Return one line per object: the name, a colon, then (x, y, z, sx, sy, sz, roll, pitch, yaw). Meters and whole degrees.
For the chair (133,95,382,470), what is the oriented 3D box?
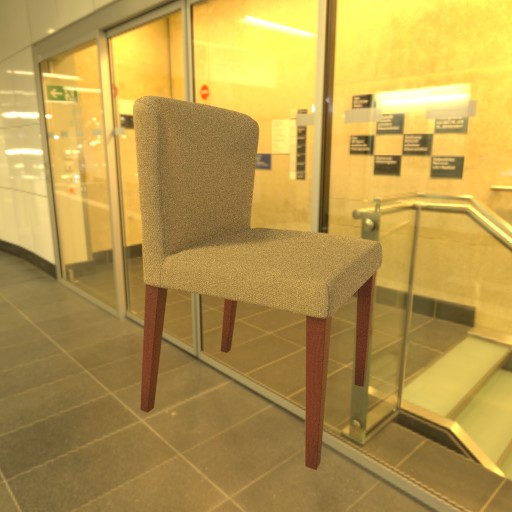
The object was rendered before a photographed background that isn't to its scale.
chair: (0.000, 0.000, 1.204, 0.589, 0.839, 0.491, 7, 15, 27)
